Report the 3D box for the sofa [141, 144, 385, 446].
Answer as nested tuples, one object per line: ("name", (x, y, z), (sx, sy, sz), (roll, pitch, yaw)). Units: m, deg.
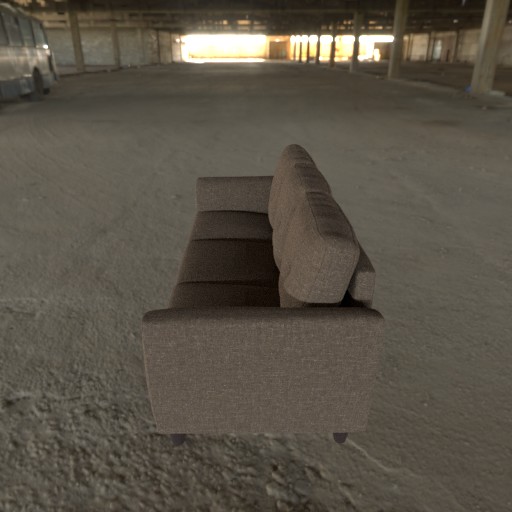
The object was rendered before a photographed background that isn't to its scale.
("sofa", (0.000, 0.000, 2.363), (0.837, 0.891, 1.847), (0, 25, -1))
